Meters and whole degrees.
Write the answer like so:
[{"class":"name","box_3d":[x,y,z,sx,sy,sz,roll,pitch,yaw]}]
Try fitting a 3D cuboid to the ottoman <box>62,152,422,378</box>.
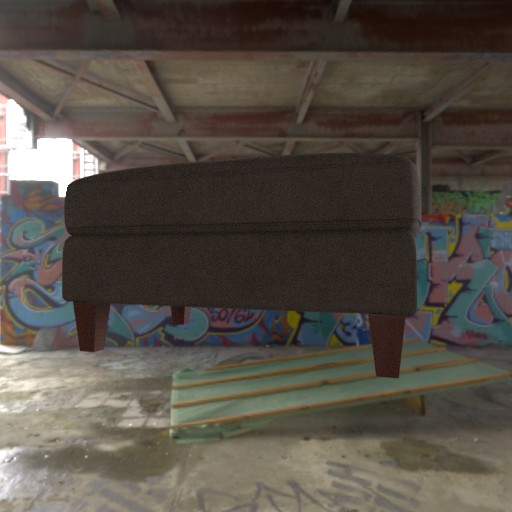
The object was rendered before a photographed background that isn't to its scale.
[{"class":"ottoman","box_3d":[0.000,0.000,1.238,0.864,0.483,0.584,0,0,19]}]
